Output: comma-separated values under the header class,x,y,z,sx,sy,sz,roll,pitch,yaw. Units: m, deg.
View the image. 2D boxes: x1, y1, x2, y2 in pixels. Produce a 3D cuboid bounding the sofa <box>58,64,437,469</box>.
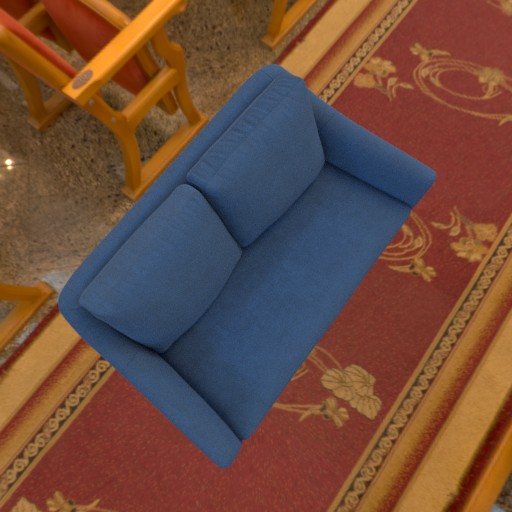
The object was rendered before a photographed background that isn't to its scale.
class,x,y,z,sx,sy,sz,roll,pitch,yaw
sofa,0.000,0.000,2.122,0.960,0.902,1.619,36,78,9
